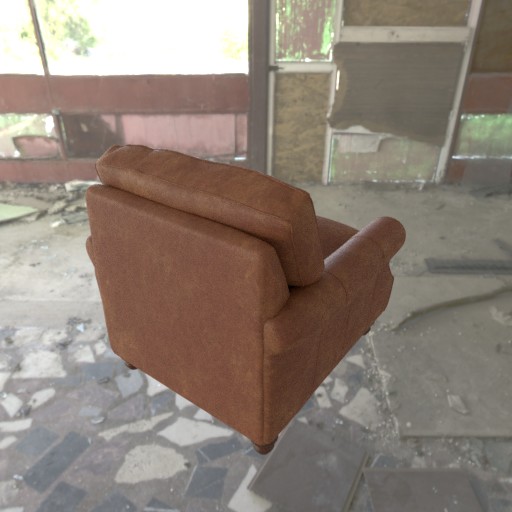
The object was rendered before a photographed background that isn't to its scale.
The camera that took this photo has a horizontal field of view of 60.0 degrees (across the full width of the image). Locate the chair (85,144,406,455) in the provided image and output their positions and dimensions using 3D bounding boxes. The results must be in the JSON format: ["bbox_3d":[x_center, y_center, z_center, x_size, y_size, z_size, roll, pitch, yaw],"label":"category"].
[{"bbox_3d":[0.000,0.000,1.794,0.983,0.962,0.986,20,35,31],"label":"chair"}]
